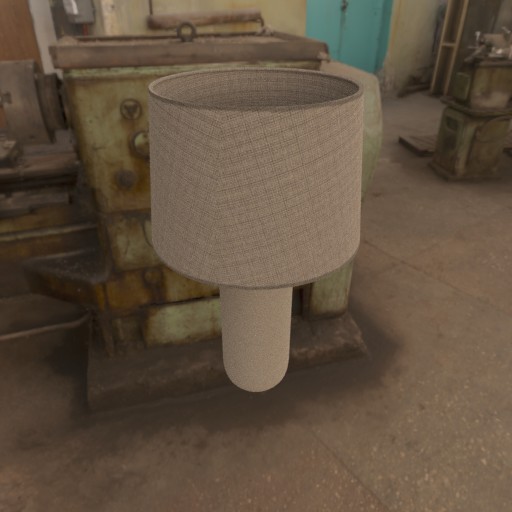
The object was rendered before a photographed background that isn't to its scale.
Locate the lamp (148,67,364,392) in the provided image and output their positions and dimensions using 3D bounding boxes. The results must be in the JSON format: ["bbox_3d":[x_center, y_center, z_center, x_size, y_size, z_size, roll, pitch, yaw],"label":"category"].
[{"bbox_3d":[0.000,0.000,0.825,0.367,0.609,0.367,0,31,0],"label":"lamp"}]
